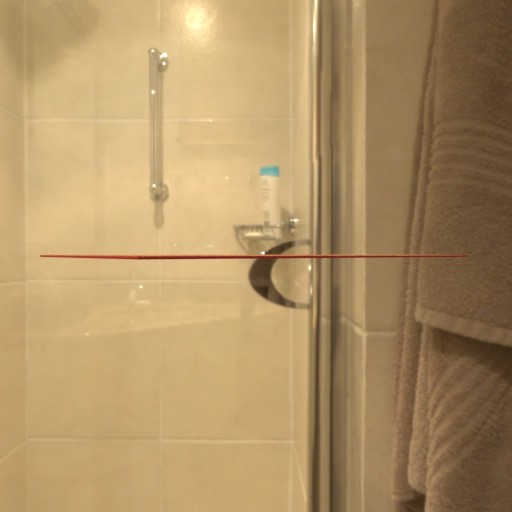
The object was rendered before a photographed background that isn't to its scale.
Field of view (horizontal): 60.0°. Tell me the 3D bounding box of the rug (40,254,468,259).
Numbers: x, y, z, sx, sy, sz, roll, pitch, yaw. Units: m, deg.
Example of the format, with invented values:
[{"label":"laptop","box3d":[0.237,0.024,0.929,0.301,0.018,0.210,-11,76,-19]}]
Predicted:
[{"label":"rug","box3d":[0.000,0.000,2.823,2.211,0.013,1.593,0,0,-37]}]
